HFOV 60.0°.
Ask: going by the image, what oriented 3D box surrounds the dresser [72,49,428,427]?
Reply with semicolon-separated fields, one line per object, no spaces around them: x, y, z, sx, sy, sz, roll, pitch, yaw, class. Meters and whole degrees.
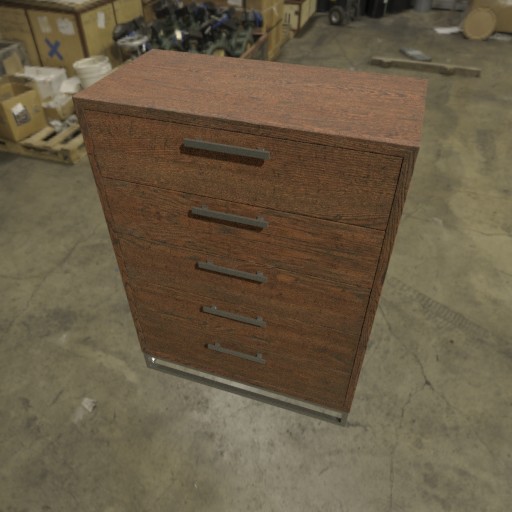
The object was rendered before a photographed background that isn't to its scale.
0.000;0.000;1.752;0.965;1.321;0.508;12;42;14;dresser
